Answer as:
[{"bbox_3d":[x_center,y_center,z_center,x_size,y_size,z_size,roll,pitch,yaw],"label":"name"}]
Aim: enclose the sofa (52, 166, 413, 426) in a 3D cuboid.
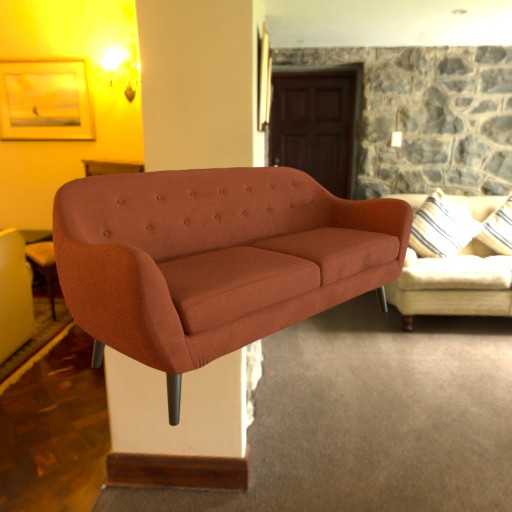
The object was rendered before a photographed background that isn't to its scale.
[{"bbox_3d":[0.000,0.000,2.222,0.820,0.836,1.840,13,19,42],"label":"sofa"}]
